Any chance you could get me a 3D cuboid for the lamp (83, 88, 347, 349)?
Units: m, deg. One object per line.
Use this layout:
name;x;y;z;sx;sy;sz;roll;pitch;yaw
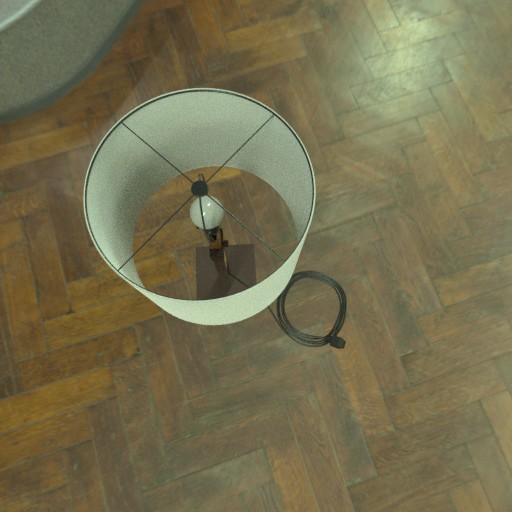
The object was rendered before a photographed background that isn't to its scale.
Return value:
lamp;0.000;0.000;0.995;0.525;0.668;0.396;-3;74;-1
